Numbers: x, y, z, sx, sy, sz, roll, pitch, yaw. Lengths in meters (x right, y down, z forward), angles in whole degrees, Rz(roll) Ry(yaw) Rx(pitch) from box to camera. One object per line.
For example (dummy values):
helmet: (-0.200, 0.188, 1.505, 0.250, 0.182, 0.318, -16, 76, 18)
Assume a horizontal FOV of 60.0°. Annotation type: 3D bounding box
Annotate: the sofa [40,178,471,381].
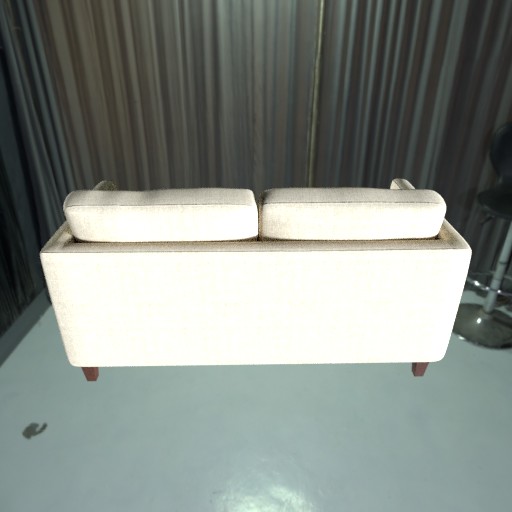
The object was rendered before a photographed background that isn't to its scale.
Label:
sofa: (0.000, 0.000, 2.420, 1.884, 0.963, 0.950, -1, 29, -1)
